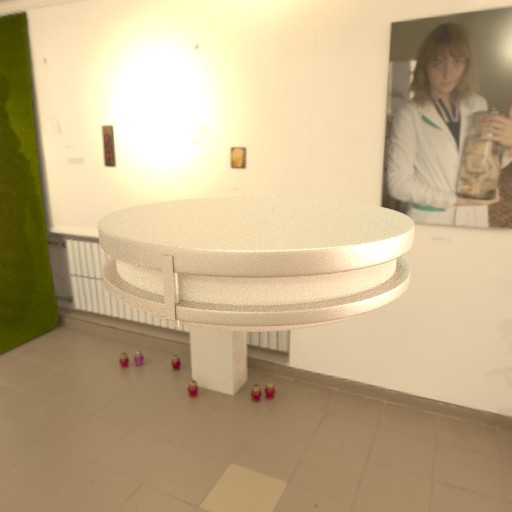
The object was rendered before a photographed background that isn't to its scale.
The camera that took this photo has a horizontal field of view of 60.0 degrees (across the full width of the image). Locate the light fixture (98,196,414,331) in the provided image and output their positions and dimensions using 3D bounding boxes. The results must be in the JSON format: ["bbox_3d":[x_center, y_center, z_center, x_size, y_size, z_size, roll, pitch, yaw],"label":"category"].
[{"bbox_3d":[0.000,0.000,0.536,0.356,0.102,0.356,0,15,0],"label":"light fixture"}]
